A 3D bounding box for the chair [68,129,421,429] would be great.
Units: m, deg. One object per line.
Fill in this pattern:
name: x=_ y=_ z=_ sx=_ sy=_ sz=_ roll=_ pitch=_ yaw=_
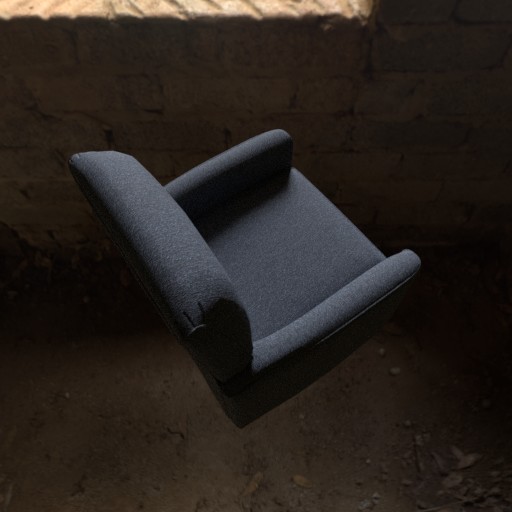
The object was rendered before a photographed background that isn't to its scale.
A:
chair: x=0.000 y=0.000 z=1.593 sx=0.850 sy=1.016 sz=0.839 roll=-31 pitch=63 yaw=-18
